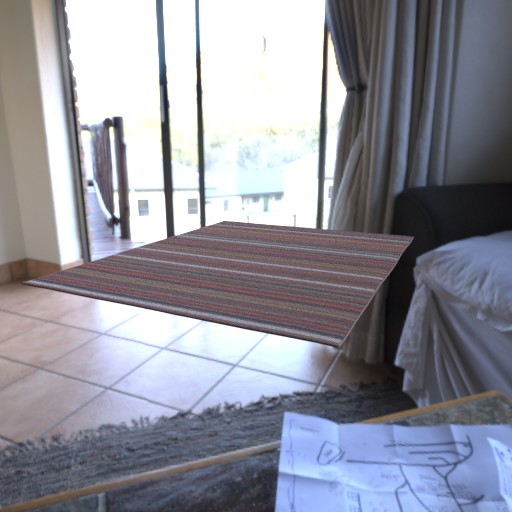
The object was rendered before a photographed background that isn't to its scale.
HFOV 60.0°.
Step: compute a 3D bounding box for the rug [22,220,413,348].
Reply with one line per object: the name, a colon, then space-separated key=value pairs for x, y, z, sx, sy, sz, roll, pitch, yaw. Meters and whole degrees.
rug: x=0.000 y=0.000 z=4.179 sx=2.479 sy=0.023 sz=3.092 roll=7 pitch=16 yaw=25
